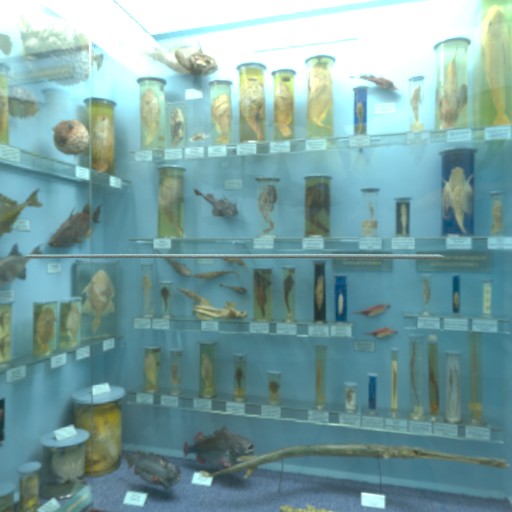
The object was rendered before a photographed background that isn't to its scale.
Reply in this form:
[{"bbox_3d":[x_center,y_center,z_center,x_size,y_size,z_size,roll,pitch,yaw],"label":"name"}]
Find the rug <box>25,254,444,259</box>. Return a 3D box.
[{"bbox_3d":[0.000,0.000,4.191,3.066,0.030,2.462,0,0,18],"label":"rug"}]
